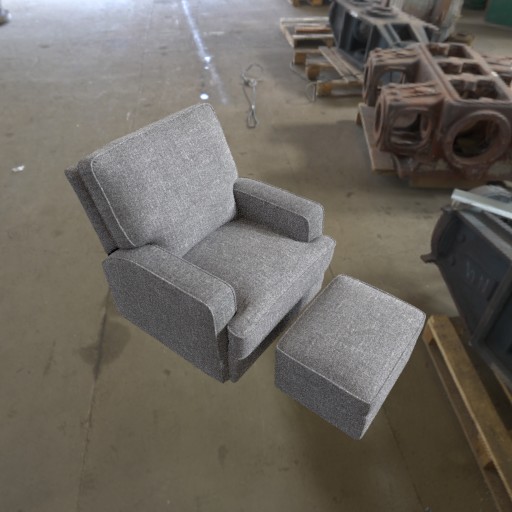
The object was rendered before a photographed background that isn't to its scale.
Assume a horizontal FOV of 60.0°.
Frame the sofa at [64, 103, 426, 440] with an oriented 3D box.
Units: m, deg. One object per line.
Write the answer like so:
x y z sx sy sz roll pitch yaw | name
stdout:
0.000 0.000 1.993 1.472 0.959 0.861 27 48 27 | sofa
